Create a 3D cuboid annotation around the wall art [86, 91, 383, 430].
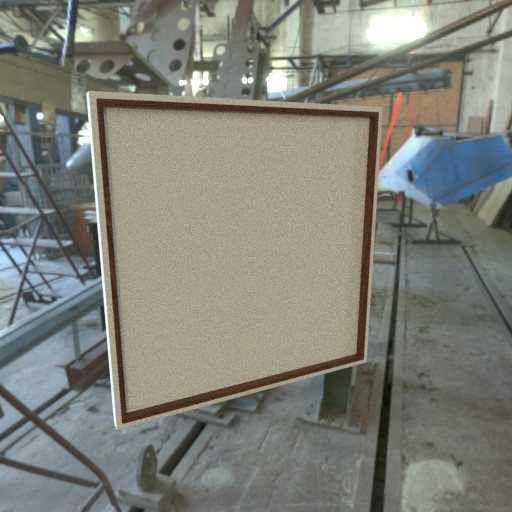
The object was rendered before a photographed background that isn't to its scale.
[{"bbox_3d":[0.000,0.000,1.141,0.757,0.757,0.037,-7,15,-26],"label":"wall art"}]
